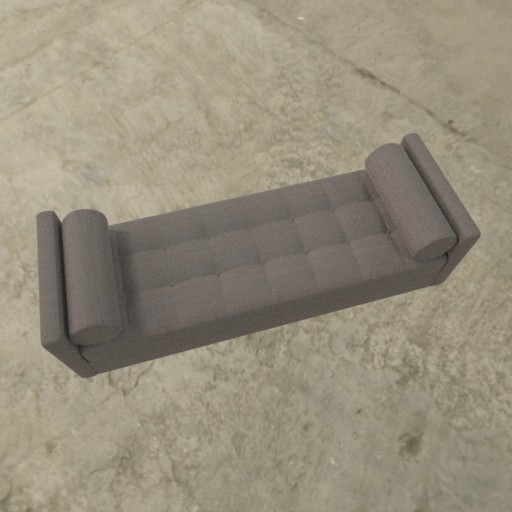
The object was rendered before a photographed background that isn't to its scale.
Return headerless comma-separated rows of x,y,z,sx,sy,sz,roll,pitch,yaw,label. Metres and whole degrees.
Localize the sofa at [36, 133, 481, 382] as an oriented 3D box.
0.000,0.000,2.325,1.981,0.635,0.686,-14,61,-8,sofa
